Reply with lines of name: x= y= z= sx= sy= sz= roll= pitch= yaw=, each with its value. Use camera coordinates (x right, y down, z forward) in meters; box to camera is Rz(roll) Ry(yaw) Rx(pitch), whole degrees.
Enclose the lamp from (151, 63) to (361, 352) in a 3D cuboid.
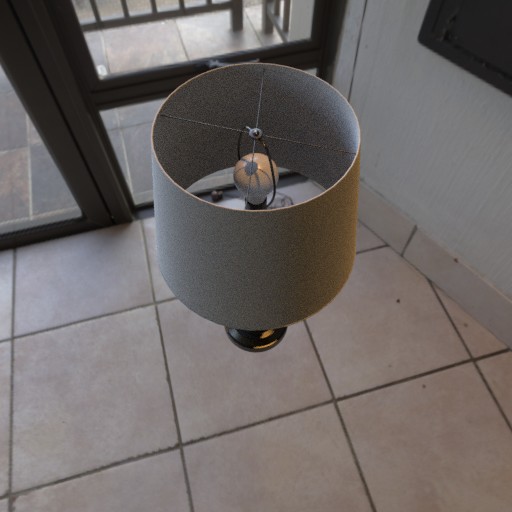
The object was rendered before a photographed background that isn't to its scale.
lamp: x=0.000 y=0.000 z=0.789 sx=0.331 sy=0.594 sz=0.331 roll=0 pitch=59 yaw=0
